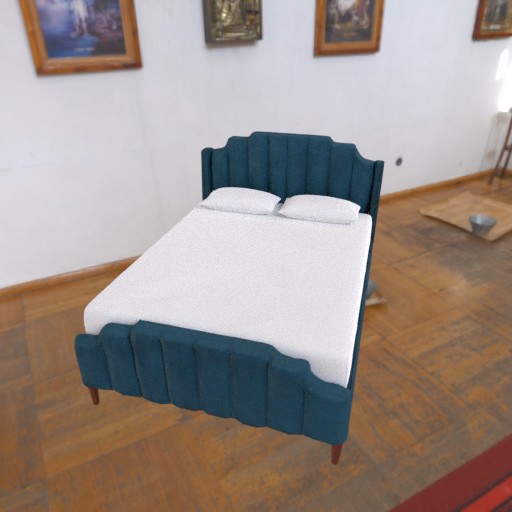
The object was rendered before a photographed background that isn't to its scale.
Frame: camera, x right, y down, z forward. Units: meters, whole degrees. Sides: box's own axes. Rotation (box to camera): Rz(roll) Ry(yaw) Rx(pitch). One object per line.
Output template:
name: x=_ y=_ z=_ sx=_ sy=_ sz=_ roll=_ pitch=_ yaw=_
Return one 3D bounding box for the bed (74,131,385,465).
bed: x=0.000 y=0.000 z=3.332 sx=1.676 sy=1.351 sz=2.322 roll=8 pitch=29 yaw=14
